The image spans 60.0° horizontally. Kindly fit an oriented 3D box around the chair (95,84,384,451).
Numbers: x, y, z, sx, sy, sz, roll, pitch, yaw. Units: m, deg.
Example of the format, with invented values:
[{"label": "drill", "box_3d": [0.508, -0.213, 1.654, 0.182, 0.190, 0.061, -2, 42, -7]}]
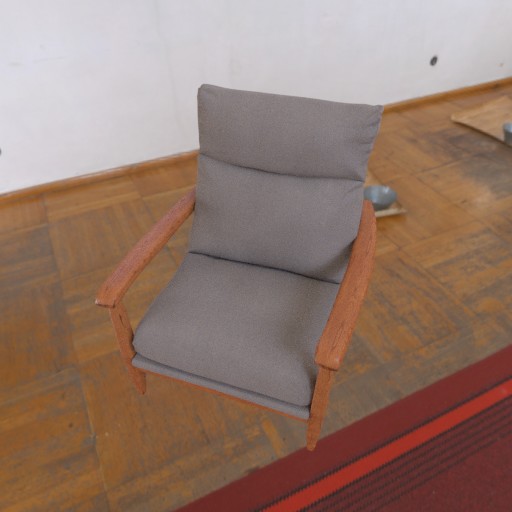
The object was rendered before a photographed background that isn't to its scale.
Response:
[{"label": "chair", "box_3d": [0.000, 0.000, 1.532, 0.782, 0.922, 0.816, 13, 42, 15]}]
